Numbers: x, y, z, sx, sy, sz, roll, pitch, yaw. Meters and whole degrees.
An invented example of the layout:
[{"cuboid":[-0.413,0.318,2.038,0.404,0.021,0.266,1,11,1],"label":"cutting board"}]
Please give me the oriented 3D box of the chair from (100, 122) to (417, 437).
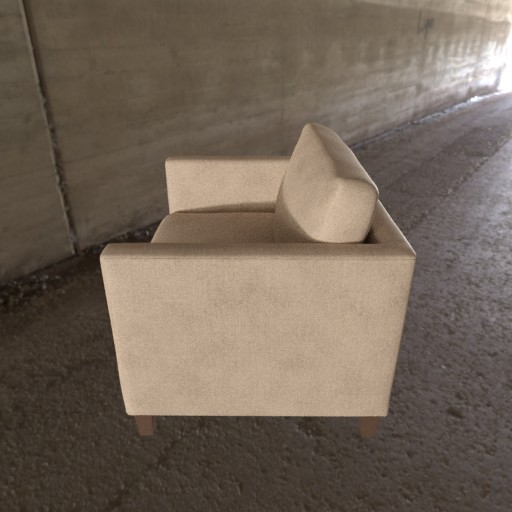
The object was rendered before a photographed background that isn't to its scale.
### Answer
[{"cuboid":[0.000,0.000,1.874,0.959,0.961,1.133,0,27,0],"label":"chair"}]
